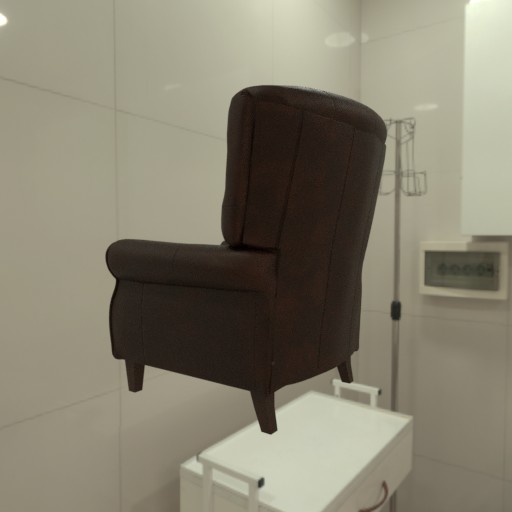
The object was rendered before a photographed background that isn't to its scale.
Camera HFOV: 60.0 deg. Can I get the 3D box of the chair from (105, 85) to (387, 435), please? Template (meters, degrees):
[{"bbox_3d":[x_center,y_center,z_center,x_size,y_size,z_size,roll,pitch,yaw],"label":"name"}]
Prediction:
[{"bbox_3d":[0.000,0.000,1.902,1.058,1.158,0.948,2,3,36],"label":"chair"}]
